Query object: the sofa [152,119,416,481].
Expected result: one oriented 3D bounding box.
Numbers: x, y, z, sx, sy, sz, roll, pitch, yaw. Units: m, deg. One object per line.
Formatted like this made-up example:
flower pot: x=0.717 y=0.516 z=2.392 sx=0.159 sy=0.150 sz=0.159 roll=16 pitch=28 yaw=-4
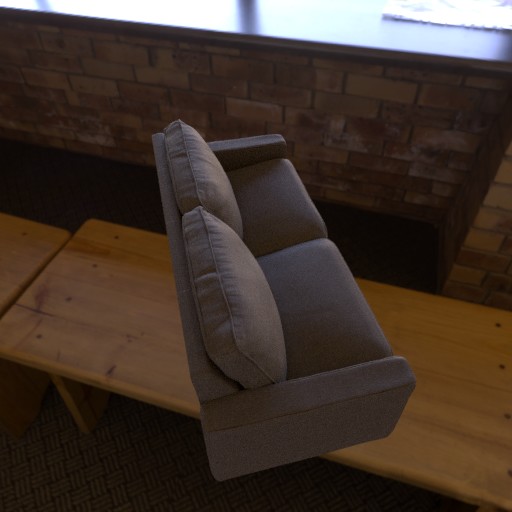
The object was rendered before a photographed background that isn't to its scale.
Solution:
sofa: x=0.000 y=0.000 z=2.561 sx=0.940 sy=0.919 sz=2.080 roll=-10 pitch=46 yaw=-10
